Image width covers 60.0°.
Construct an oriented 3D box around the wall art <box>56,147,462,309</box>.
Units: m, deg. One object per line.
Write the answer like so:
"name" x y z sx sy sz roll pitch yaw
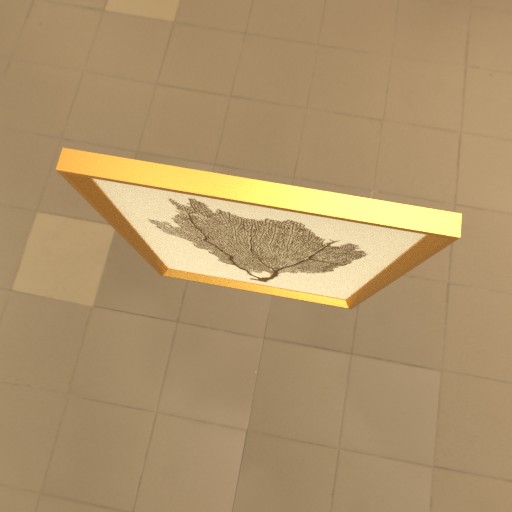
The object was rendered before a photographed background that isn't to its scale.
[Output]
"wall art" 0.000 0.000 1.030 0.610 0.762 0.038 10 76 3
